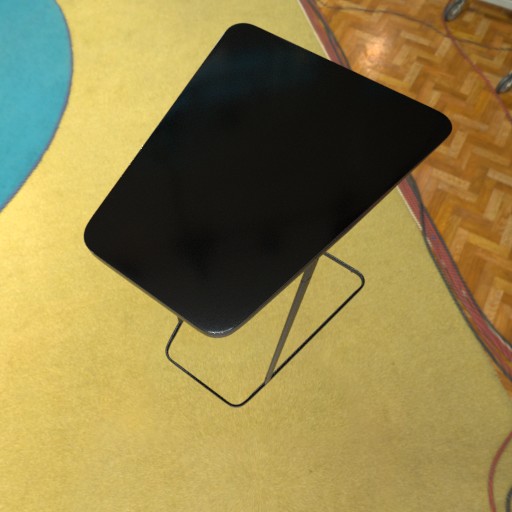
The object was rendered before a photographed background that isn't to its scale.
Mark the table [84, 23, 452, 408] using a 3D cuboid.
[{"bbox_3d":[0.000,0.000,0.935,0.427,0.624,0.500,32,68,15],"label":"table"}]
